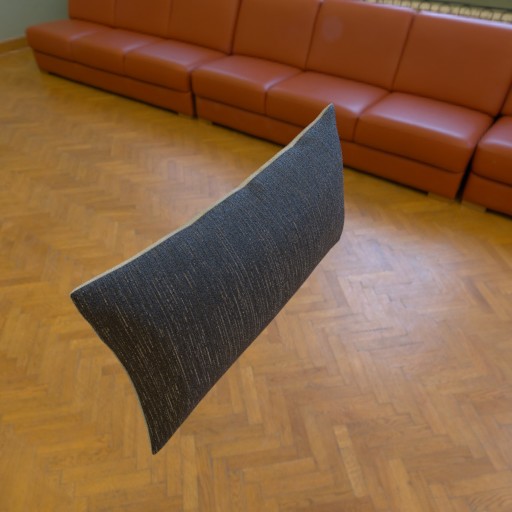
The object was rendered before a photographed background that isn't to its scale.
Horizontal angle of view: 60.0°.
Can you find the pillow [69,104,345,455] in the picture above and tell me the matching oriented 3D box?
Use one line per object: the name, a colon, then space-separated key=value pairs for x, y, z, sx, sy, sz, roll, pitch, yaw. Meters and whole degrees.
pillow: x=0.000 y=0.000 z=0.739 sx=0.156 sy=0.305 sz=0.608 roll=24 pitch=47 yaw=25
